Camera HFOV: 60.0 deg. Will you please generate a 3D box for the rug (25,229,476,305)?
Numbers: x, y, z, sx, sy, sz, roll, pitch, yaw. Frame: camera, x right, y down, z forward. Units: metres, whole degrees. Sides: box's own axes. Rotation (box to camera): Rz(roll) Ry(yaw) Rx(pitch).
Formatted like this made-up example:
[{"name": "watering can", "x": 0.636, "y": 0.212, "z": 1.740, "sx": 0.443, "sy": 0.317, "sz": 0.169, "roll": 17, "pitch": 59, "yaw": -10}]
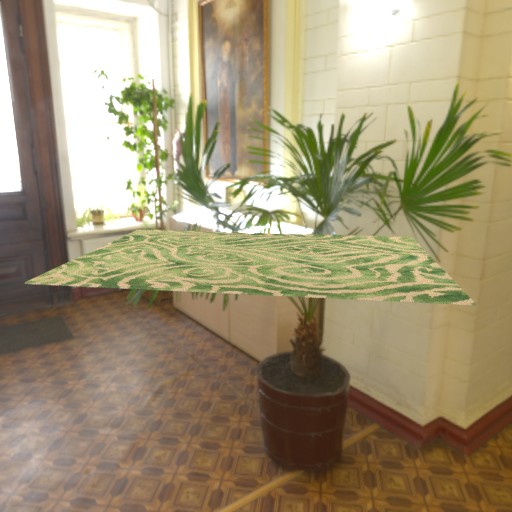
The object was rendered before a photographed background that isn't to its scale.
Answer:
[{"name": "rug", "x": 0.000, "y": 0.000, "z": 2.353, "sx": 1.826, "sy": 0.006, "sz": 1.220, "roll": 2, "pitch": 14, "yaw": 8}]
